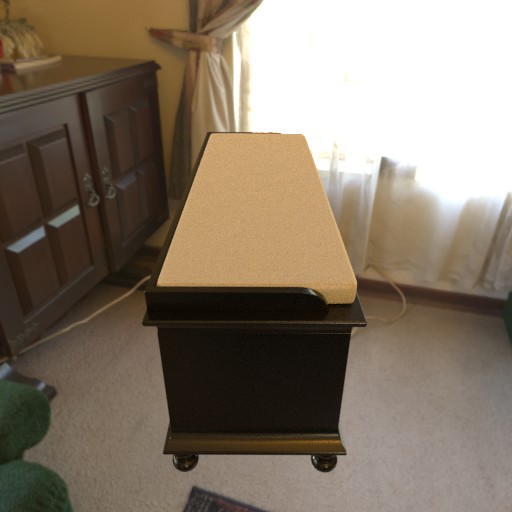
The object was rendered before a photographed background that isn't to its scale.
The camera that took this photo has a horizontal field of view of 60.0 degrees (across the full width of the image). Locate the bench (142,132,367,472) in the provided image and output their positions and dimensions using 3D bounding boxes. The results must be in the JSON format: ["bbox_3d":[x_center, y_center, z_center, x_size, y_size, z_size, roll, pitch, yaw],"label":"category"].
[{"bbox_3d":[0.000,0.000,1.403,0.402,0.501,1.185,0,30,0],"label":"bench"}]
